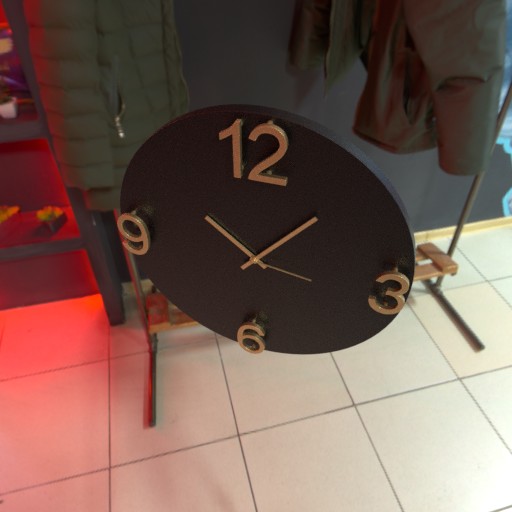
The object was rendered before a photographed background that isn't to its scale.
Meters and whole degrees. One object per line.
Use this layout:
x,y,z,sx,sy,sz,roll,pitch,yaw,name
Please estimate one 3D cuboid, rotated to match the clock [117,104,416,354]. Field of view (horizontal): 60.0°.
0.000,0.000,0.670,0.454,0.454,0.038,12,43,13,clock
